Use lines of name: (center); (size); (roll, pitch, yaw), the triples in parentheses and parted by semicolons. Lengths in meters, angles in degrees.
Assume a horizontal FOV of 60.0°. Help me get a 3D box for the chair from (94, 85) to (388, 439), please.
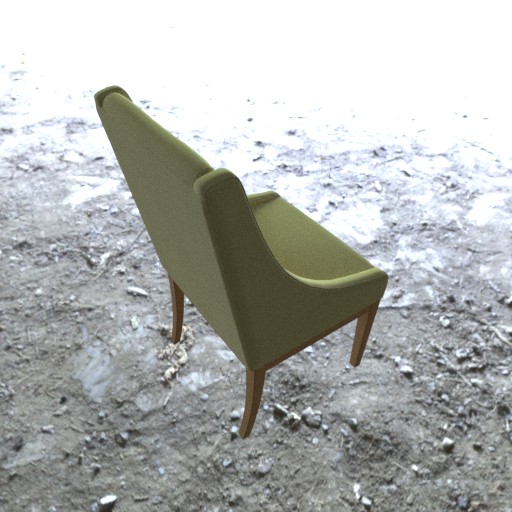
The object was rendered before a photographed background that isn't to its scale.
chair: (0.000, 0.000, 1.381); (0.611, 1.021, 0.575); (-26, 48, -26)
